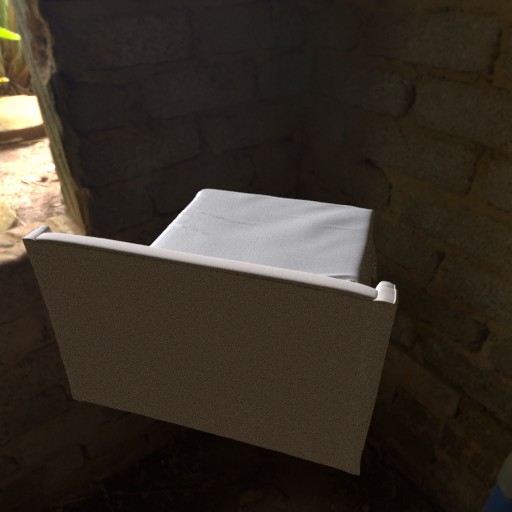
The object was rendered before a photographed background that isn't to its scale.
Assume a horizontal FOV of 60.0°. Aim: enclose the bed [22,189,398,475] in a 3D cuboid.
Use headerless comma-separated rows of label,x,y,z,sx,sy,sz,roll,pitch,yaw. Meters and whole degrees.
bed,0.000,0.000,3.336,1.925,1.332,2.276,9,34,14
